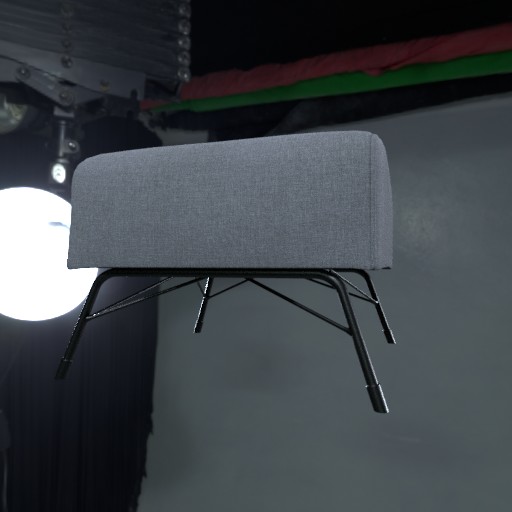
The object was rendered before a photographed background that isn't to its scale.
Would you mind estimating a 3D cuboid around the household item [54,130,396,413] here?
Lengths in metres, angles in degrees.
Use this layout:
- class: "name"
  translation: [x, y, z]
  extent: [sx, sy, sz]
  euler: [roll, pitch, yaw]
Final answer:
- class: "household item"
  translation: [0.000, 0.000, 0.897]
  extent: [0.530, 0.410, 0.530]
  euler: [0, -1, 18]
